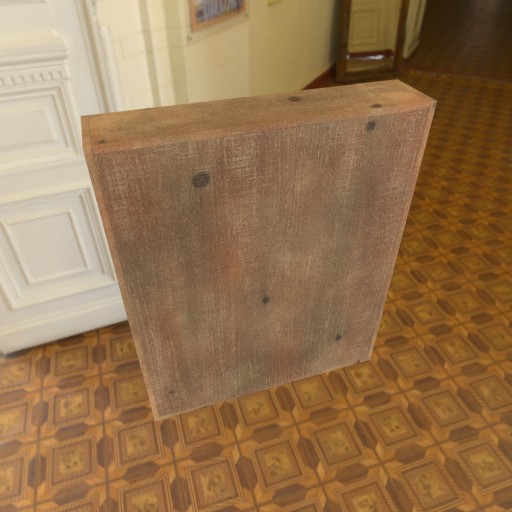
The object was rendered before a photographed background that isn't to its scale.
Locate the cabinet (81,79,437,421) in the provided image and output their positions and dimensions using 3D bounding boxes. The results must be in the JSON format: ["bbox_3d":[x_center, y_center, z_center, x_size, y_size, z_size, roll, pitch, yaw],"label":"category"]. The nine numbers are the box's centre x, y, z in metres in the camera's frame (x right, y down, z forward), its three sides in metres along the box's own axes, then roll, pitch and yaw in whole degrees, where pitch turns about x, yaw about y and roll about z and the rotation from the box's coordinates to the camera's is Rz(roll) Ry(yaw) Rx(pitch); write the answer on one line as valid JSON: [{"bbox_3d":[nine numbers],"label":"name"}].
[{"bbox_3d":[0.000,0.000,0.831,0.489,0.590,0.184,-12,41,-14],"label":"cabinet"}]
